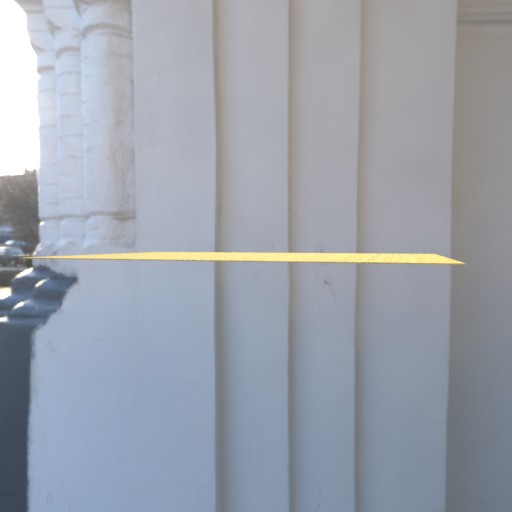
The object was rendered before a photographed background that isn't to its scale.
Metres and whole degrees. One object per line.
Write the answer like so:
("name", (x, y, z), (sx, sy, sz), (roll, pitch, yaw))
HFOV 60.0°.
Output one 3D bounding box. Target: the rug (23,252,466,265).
("rug", (0.000, 0.000, 2.888), (2.286, 0.006, 1.524), (1, 2, 18))
